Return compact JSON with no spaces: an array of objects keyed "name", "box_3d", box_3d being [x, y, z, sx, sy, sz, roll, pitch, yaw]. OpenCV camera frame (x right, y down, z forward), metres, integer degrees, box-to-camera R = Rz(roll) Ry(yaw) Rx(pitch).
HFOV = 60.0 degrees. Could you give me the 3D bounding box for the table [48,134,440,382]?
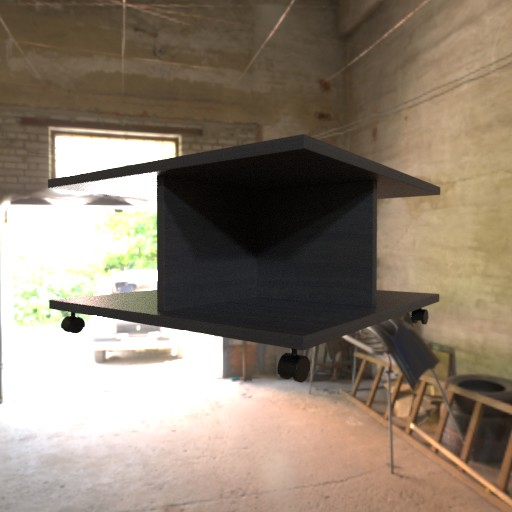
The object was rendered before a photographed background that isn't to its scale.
[{"name":"table","box_3d":[0.000,0.000,1.212,0.762,0.396,0.762,1,2,37]}]
